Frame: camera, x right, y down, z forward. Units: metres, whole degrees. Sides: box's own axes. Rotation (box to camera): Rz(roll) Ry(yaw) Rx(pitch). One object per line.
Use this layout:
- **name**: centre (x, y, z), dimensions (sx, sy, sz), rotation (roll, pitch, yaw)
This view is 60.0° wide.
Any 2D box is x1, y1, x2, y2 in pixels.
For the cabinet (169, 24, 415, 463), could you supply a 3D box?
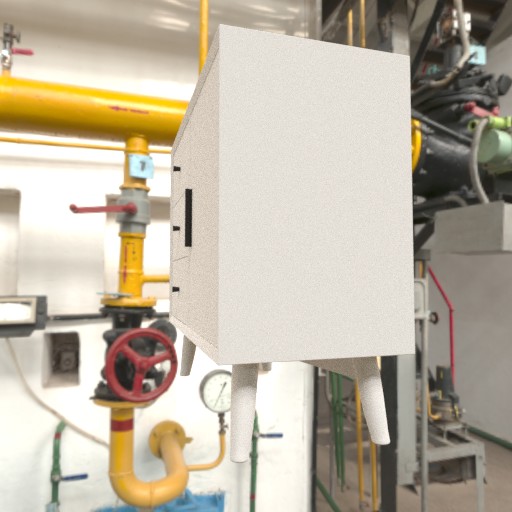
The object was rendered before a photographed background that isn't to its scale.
- **cabinet**: centre (0.000, 0.000, 1.184), dimensions (0.398, 0.761, 0.800), rotation (1, -3, -17)
